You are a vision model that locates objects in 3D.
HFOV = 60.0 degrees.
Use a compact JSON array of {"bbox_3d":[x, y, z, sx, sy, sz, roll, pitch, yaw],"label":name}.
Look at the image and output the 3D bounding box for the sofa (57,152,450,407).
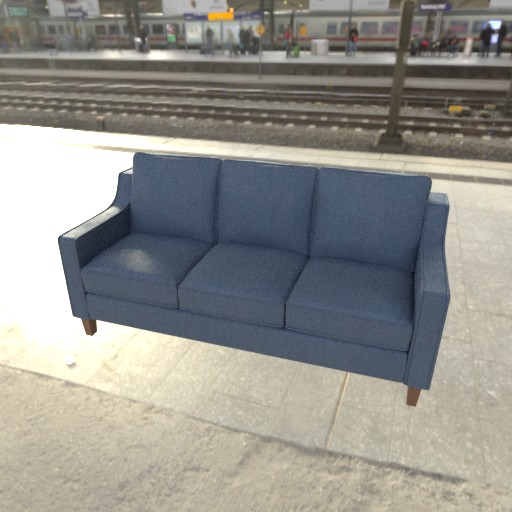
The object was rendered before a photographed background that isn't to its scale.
[{"bbox_3d":[0.000,0.000,2.555,1.986,0.974,0.911,8,28,16],"label":"sofa"}]
